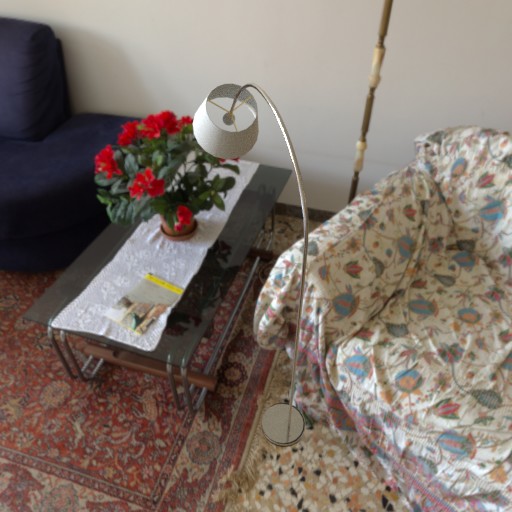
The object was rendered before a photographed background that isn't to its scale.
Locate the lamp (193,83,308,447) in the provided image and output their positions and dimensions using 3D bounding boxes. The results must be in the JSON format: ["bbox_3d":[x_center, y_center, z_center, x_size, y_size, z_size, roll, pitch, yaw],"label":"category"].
[{"bbox_3d":[0.000,0.000,2.698,0.406,2.098,1.445,-13,43,-14],"label":"lamp"}]
